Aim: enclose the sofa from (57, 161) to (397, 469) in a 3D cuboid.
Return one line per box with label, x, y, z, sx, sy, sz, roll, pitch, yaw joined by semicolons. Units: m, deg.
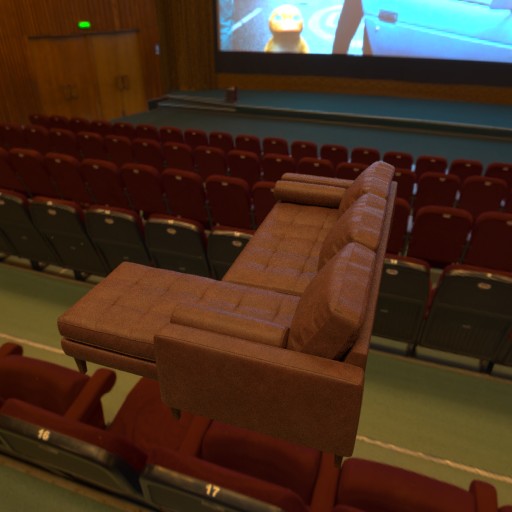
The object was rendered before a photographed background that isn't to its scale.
sofa;0.000;0.000;2.885;1.613;0.841;2.185;10;32;16
